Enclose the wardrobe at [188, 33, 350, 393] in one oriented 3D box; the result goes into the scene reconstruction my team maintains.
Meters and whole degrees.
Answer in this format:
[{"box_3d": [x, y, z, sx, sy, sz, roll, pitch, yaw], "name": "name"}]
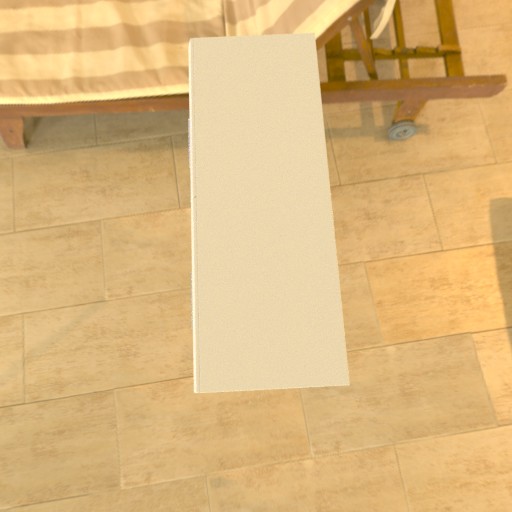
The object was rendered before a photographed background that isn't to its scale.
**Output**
[{"box_3d": [0.000, 0.000, 1.644, 0.360, 1.200, 0.900, -3, 76, -1], "name": "wardrobe"}]
